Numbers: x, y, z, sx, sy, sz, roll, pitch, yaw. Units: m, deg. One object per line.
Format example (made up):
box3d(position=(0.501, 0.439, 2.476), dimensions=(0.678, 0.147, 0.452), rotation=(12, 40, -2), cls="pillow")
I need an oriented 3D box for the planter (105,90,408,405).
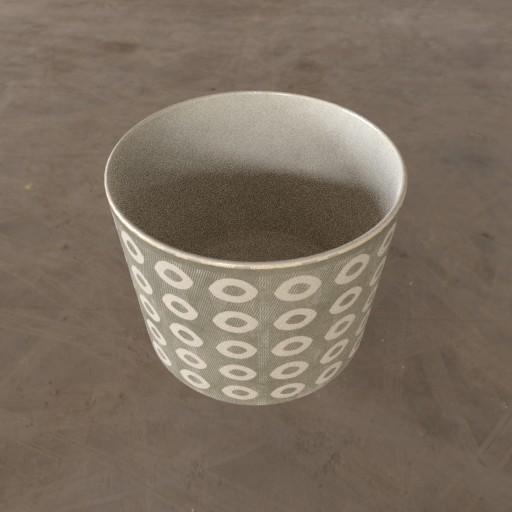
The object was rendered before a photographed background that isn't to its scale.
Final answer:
box3d(position=(0.000, 0.000, 0.460), dimensions=(0.250, 0.239, 0.250), rotation=(0, 46, 0), cls="planter")
